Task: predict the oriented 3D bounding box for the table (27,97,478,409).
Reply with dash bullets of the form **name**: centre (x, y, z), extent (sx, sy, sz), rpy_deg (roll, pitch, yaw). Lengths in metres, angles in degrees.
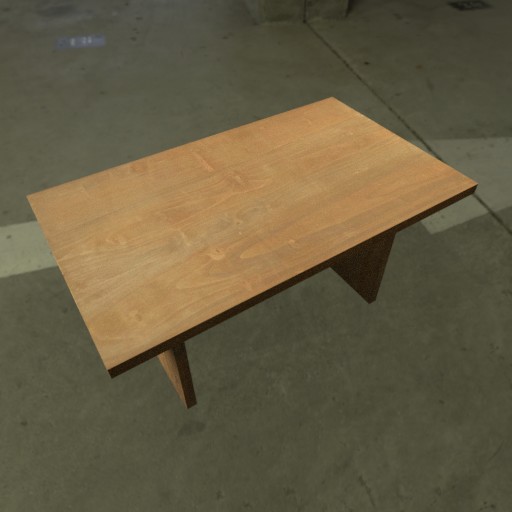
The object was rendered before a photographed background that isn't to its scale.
- **table**: centre (0.000, 0.000, 2.104), extent (1.609, 0.780, 0.946), rpy_deg (-25, 50, -23)
